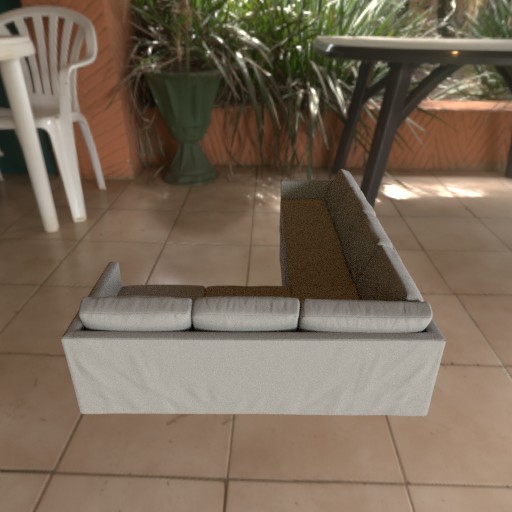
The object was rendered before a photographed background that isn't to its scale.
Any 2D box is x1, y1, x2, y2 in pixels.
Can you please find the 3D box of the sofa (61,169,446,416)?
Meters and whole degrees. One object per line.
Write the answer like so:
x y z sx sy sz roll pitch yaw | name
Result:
0.000 0.000 4.271 2.432 0.871 3.182 0 28 1 | sofa
